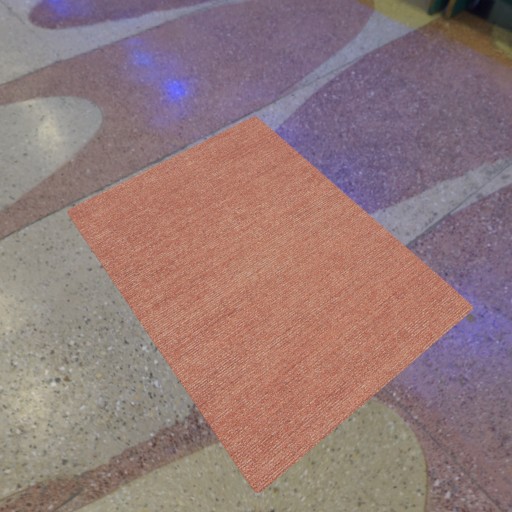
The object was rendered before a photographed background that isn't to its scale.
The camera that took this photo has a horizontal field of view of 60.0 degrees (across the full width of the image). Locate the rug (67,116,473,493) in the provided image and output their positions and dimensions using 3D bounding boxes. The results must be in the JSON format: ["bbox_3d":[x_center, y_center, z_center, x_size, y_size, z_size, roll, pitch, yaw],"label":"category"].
[{"bbox_3d":[0.000,0.000,2.768,1.594,0.009,2.112,-32,63,-19],"label":"rug"}]
